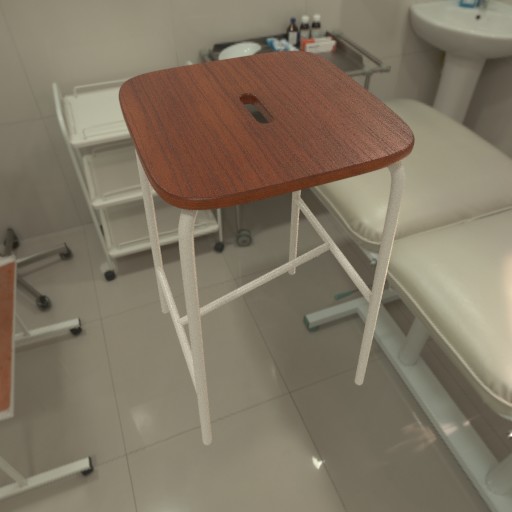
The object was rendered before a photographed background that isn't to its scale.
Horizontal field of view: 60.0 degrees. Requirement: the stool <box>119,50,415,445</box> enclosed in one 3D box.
[{"bbox_3d":[0.000,0.000,0.853,0.376,0.610,0.376,-16,48,-15],"label":"stool"}]
